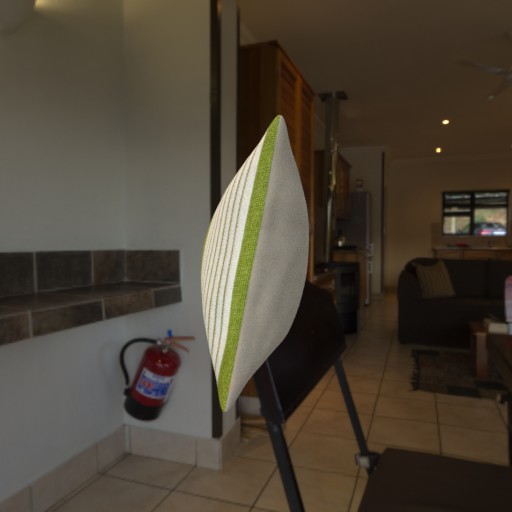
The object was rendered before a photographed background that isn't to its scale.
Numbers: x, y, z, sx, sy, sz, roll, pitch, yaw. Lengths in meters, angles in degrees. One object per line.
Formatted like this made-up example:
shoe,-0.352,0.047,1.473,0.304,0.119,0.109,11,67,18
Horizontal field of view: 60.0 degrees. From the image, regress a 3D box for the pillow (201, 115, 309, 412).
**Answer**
pillow,0.000,0.000,0.727,0.156,0.292,0.608,0,1,1
